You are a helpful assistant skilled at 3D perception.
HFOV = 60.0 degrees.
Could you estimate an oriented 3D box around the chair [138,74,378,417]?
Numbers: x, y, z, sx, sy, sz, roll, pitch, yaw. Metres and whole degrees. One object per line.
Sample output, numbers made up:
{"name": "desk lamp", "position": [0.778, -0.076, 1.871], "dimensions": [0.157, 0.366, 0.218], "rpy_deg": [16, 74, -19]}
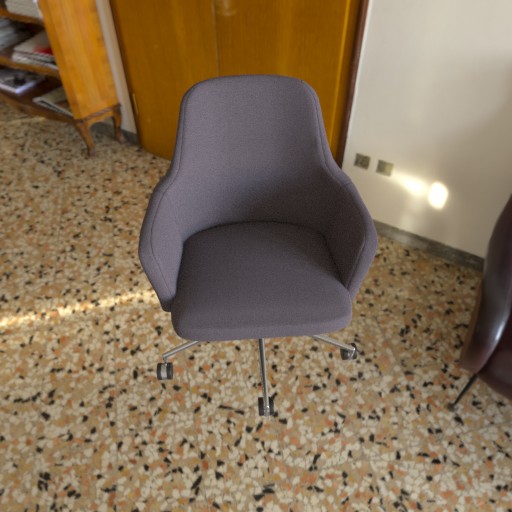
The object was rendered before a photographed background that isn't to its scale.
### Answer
{"name": "chair", "position": [0.000, 0.000, 1.269], "dimensions": [0.655, 0.820, 0.600], "rpy_deg": [-3, 45, -3]}
